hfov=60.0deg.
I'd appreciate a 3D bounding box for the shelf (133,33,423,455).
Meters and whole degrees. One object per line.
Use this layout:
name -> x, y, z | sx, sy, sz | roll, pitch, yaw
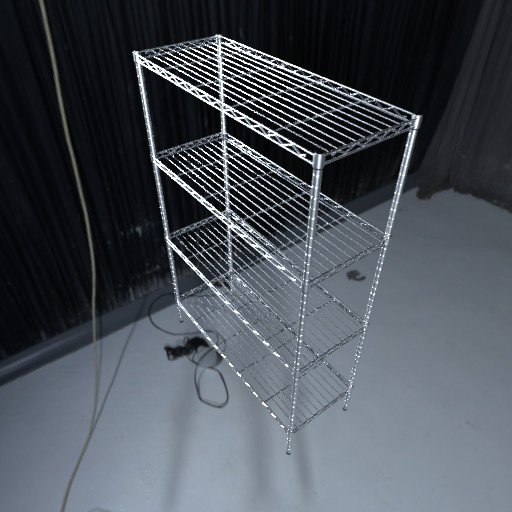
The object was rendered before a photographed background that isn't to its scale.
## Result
shelf -> 0.000, 0.000, 1.720 | 0.352, 1.360, 0.907 | -26, 47, -27
